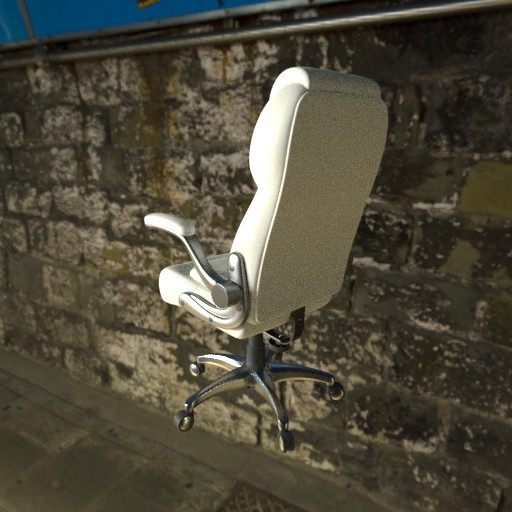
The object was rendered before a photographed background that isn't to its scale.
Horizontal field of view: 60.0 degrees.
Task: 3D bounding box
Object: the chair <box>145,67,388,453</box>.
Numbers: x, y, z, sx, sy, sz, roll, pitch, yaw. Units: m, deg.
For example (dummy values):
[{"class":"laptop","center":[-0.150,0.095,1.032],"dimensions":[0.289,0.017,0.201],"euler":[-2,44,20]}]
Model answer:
[{"class":"chair","center":[0.000,0.000,1.795],"dimensions":[0.755,1.330,0.806],"euler":[-14,20,-43]}]
